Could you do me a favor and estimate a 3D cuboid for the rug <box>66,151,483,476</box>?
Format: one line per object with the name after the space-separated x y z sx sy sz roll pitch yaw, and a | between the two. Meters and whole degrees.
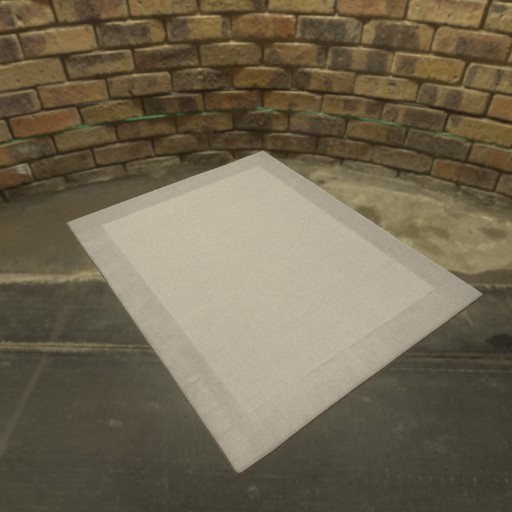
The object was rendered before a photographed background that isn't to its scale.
0.000 0.000 3.968 2.430 0.018 2.976 -26 48 -26 | rug
